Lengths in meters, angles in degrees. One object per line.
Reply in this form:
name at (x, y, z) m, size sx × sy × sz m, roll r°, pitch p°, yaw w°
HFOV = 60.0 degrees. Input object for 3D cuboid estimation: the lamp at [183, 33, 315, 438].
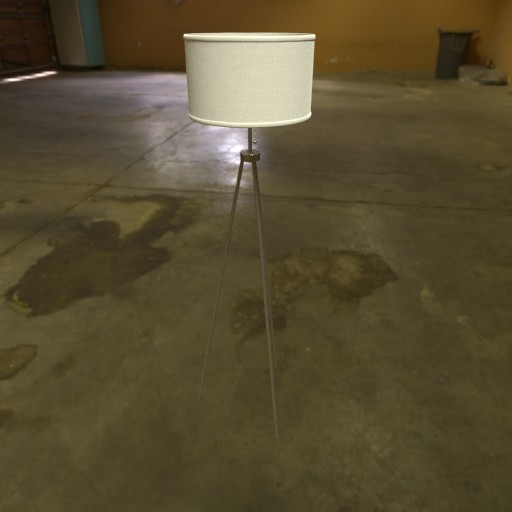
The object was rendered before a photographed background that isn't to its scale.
lamp at (0.000, 0.000, 1.728) m, size 0.448 × 1.545 × 0.458 m, roll -18°, pitch 33°, yaw -30°
